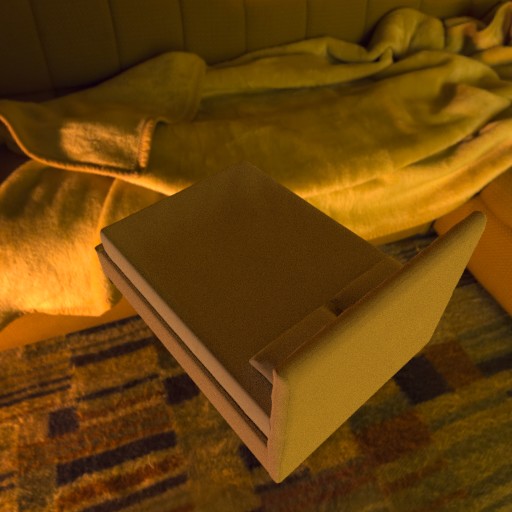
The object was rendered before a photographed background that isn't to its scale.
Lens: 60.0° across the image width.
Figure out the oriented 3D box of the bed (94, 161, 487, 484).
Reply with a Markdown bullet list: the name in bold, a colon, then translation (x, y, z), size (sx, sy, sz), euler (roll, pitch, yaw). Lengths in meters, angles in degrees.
- **bed**: translation (0.000, 0.000, 3.399), size (1.698, 1.427, 2.387), euler (-32, 54, -27)
